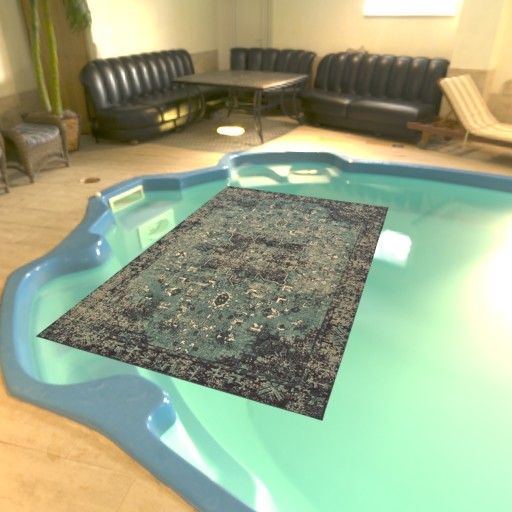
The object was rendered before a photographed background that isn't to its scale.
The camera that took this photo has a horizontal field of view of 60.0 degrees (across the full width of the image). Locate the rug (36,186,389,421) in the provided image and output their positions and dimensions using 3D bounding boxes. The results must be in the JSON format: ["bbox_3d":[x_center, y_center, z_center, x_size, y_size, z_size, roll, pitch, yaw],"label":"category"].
[{"bbox_3d":[0.000,0.000,3.066,1.525,0.007,2.440,10,31,18],"label":"rug"}]
